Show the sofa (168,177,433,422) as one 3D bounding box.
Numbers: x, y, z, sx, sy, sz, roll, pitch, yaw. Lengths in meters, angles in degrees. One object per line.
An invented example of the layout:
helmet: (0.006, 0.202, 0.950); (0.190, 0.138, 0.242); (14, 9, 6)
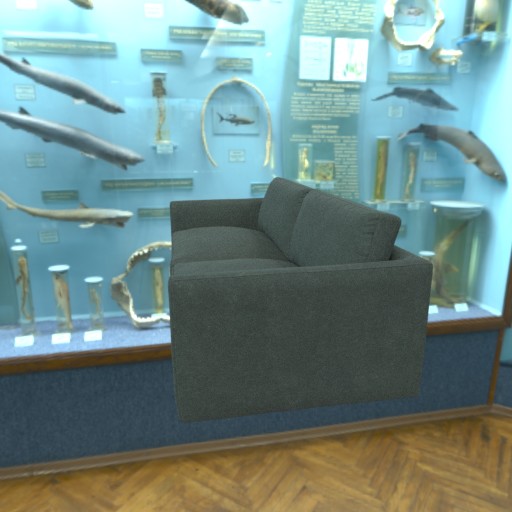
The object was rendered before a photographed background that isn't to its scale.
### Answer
sofa: (0.000, 0.000, 2.838); (1.092, 0.838, 2.257); (-3, 15, -10)
